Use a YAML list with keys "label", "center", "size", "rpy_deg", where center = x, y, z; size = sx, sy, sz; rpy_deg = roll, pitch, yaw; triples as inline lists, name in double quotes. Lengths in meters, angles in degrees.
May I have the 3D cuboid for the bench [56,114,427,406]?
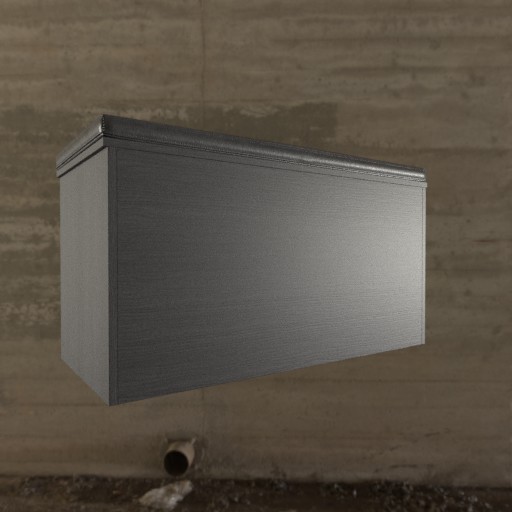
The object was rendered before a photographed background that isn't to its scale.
- label: "bench"
  center: [0.000, 0.000, 1.167]
  size: [0.905, 0.501, 0.401]
  rpy_deg: [-1, 1, -35]
